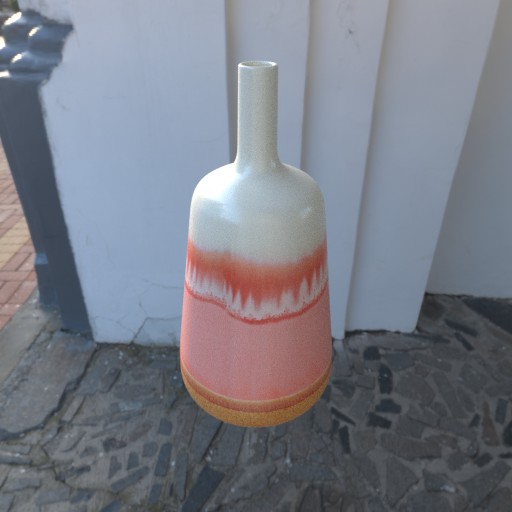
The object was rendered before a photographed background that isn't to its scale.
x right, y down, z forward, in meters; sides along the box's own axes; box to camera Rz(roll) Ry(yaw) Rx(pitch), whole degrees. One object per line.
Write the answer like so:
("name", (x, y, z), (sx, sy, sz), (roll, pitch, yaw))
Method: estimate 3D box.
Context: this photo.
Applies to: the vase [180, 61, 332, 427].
("vase", (0.000, 0.000, 0.368), (0.144, 0.296, 0.144), (0, 32, 0))
